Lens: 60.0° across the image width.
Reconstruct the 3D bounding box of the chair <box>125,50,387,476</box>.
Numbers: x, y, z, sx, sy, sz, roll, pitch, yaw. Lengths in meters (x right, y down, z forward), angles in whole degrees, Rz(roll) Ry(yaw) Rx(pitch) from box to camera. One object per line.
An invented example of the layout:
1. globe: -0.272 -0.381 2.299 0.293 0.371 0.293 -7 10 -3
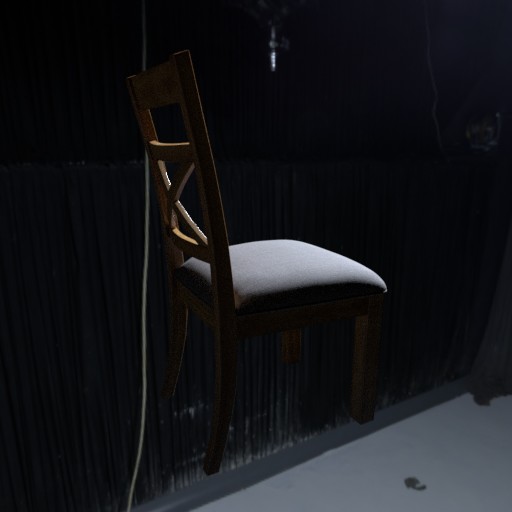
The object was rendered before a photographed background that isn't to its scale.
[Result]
1. chair: 0.000 0.000 1.228 0.581 0.949 0.470 -8 17 -27
